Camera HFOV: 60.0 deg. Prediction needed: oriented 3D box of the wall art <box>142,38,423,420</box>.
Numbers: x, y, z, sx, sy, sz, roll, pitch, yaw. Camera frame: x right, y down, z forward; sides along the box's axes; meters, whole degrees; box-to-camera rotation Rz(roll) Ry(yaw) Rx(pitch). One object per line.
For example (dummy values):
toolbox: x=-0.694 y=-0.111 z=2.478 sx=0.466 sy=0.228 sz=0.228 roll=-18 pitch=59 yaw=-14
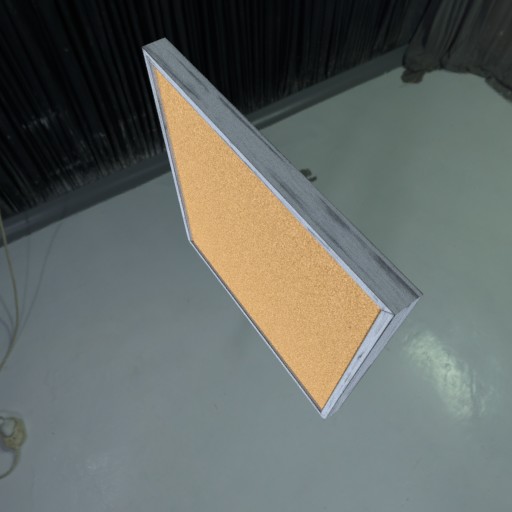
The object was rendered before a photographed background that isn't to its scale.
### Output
wall art: x=0.000 y=0.000 z=0.746 sx=0.038 sy=0.506 sz=0.506 roll=-31 pitch=64 yaw=-17
